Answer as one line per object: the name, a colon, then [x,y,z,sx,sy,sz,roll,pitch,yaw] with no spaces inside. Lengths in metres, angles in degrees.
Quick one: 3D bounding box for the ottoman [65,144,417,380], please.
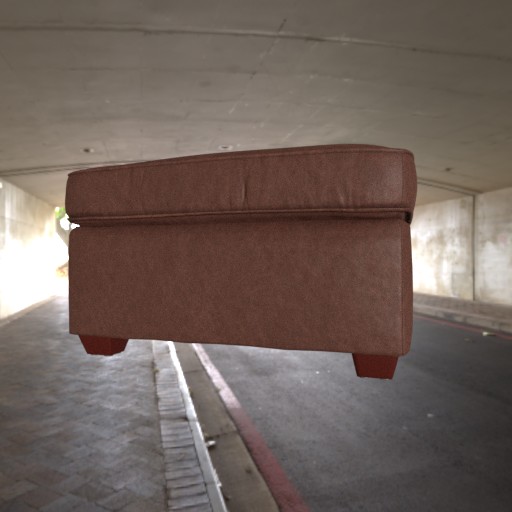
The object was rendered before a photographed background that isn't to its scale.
ottoman: [0.000,0.000,1.105,0.749,0.449,0.548,0,0,18]
